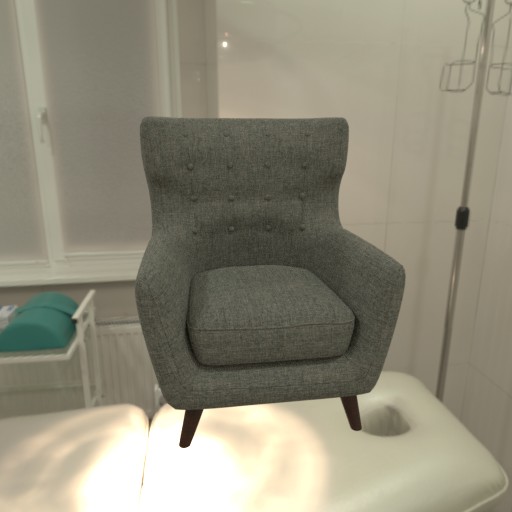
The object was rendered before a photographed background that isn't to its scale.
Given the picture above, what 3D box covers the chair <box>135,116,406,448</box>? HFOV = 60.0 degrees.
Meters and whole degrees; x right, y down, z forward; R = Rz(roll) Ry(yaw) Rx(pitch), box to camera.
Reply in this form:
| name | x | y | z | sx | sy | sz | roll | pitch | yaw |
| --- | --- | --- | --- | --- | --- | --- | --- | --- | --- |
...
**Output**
| name | x | y | z | sx | sy | sz | roll | pitch | yaw |
| --- | --- | --- | --- | --- | --- | --- | --- | --- | --- |
| chair | 0.000 | 0.000 | 1.748 | 0.878 | 1.063 | 0.904 | -2 | 16 | -8 |
